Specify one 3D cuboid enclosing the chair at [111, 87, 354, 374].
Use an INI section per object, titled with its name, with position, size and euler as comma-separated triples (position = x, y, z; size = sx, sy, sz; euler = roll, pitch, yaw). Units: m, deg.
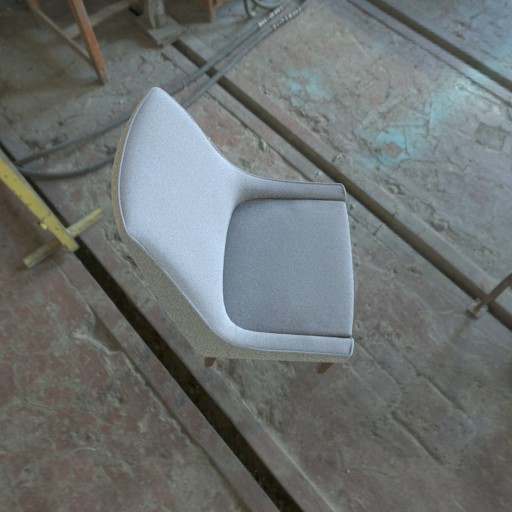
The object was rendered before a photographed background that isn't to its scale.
[chair]
position = 0.000, 0.000, 1.218
size = 0.544, 0.861, 0.529
euler = 2, 64, 1
